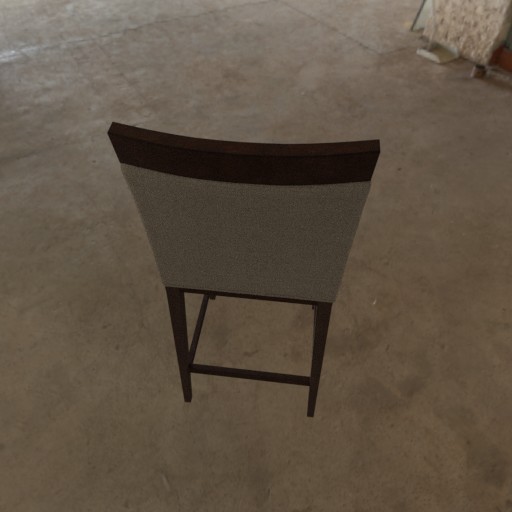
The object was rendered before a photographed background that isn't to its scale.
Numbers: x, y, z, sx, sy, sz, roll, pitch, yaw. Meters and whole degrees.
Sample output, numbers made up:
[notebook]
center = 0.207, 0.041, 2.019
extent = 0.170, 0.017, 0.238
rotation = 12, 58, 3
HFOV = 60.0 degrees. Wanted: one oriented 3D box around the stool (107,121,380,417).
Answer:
[stool]
center = 0.000, 0.000, 1.373
extent = 0.511, 1.117, 0.531
rotation = 5, 47, 5
